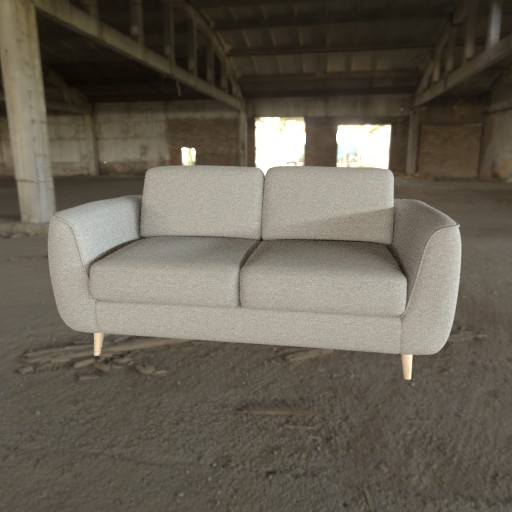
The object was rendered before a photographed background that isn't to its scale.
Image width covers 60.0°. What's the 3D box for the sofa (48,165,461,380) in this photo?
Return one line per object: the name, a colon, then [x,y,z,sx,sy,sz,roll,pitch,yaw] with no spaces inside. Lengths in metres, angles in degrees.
sofa: [0.000,0.000,2.161,1.700,0.850,0.920,2,13,9]
